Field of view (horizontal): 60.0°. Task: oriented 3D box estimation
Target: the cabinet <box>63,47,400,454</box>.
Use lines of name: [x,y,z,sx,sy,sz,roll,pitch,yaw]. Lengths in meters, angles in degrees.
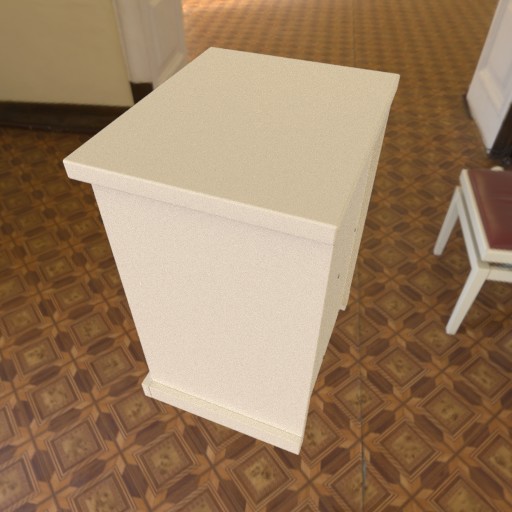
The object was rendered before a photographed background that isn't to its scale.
cabinet: [0.000,0.000,1.042,0.431,0.723,0.520,15,46,15]
